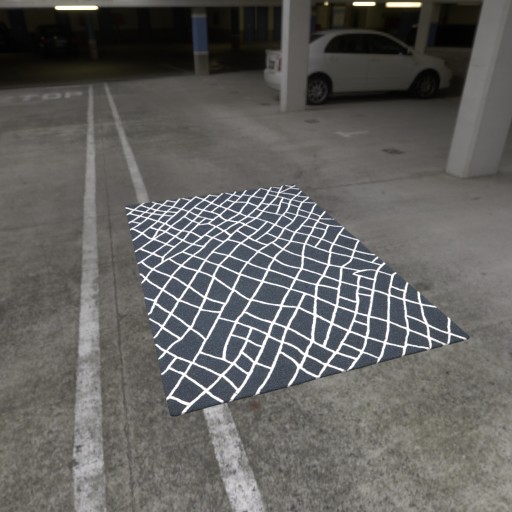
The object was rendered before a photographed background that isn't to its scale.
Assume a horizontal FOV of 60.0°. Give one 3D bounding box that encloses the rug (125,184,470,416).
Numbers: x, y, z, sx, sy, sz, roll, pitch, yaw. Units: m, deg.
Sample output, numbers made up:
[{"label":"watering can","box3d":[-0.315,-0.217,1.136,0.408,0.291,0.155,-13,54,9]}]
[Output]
[{"label":"rug","box3d":[0.000,0.000,2.373,1.223,0.013,1.830,-10,31,-16]}]
